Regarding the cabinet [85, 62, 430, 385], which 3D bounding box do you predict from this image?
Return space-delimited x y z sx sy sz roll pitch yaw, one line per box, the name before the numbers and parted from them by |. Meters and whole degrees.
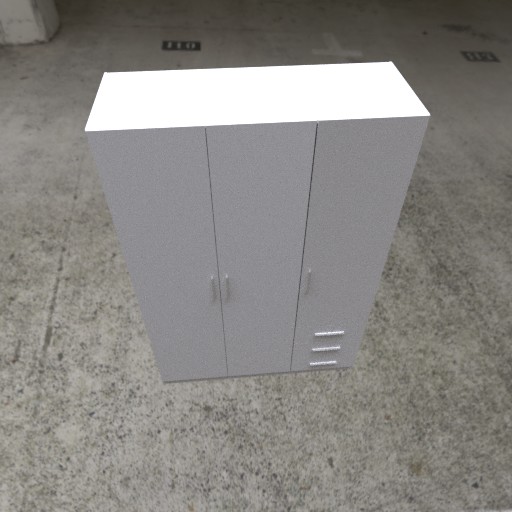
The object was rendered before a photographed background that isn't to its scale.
cabinet | 0.000 0.000 2.496 1.290 1.910 0.510 -4 46 -4
